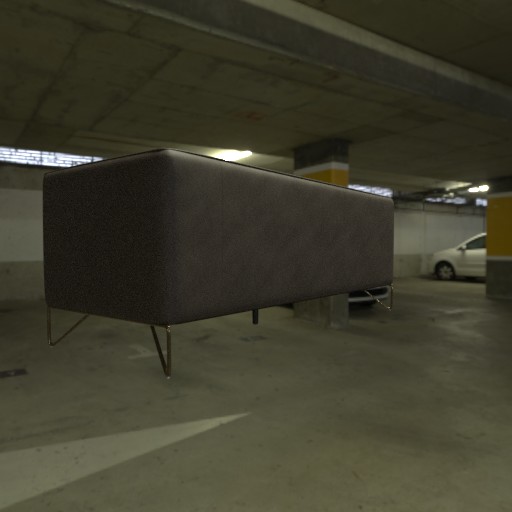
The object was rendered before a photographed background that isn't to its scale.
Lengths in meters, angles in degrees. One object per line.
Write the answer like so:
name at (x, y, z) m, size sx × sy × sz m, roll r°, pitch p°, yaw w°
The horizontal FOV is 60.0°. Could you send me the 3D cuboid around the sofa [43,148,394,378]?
sofa at (0.000, 0.000, 2.545) m, size 0.867 × 0.789 × 2.087 m, roll 1°, pitch 2°, yaw 38°
